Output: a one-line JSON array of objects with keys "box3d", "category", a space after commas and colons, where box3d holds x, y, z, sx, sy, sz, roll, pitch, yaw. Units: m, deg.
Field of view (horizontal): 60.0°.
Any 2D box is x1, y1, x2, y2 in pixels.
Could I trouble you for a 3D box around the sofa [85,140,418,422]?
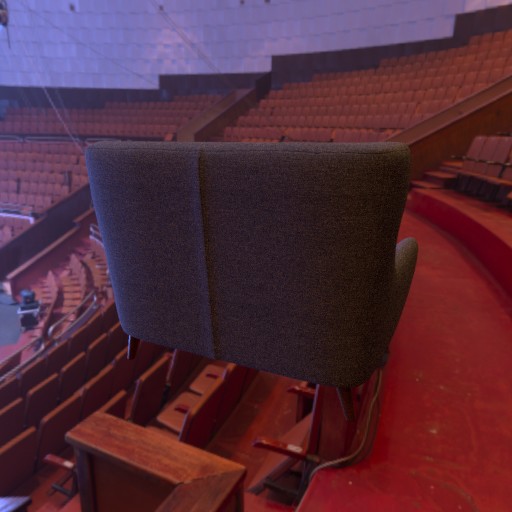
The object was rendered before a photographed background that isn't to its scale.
[{"box3d": [0.000, 0.000, 2.041, 1.358, 1.028, 0.874, 7, 17, 26], "category": "sofa"}]
